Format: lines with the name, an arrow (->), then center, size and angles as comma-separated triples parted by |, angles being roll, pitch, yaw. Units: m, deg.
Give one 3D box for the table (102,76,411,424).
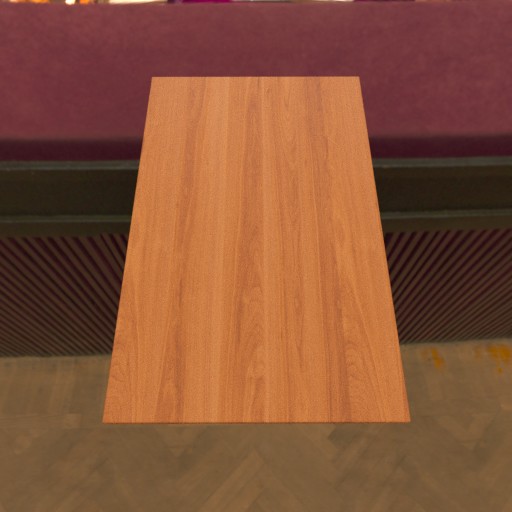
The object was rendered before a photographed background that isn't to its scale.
table -> 0.000, 0.000, 1.478 | 0.700, 0.510, 1.100 | 0, 63, 0
